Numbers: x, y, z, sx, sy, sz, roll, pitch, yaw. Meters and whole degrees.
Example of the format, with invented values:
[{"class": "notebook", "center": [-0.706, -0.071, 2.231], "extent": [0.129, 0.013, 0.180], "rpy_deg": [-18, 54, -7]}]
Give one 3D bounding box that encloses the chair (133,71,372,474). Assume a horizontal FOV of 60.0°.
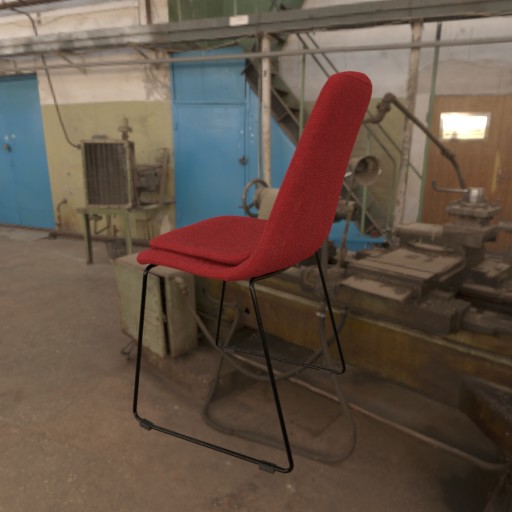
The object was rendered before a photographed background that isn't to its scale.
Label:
[{"class": "chair", "center": [0.000, 0.000, 1.150], "extent": [0.518, 0.858, 0.479], "rpy_deg": [7, 17, 24]}]
